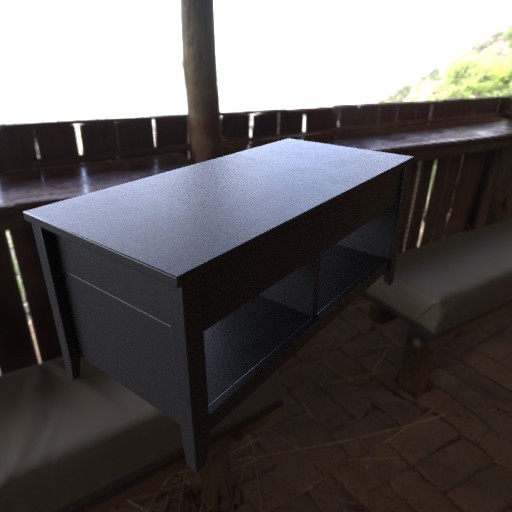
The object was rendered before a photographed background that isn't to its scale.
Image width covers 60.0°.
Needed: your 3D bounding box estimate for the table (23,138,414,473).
[{"bbox_3d":[0.000,0.000,1.280,0.483,0.457,1.016,19,32,34],"label":"table"}]
